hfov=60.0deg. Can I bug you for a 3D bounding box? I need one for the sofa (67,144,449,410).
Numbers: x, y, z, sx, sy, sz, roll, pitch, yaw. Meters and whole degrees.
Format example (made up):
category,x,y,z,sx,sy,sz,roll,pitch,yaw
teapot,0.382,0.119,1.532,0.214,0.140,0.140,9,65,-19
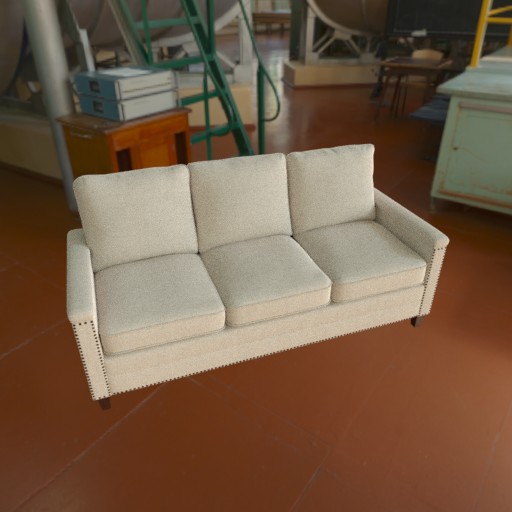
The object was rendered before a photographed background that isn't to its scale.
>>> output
category,x,y,z,sx,sy,sz,roll,pitch,yaw
sofa,0.000,0.000,2.470,1.925,0.961,0.828,-11,33,-17
